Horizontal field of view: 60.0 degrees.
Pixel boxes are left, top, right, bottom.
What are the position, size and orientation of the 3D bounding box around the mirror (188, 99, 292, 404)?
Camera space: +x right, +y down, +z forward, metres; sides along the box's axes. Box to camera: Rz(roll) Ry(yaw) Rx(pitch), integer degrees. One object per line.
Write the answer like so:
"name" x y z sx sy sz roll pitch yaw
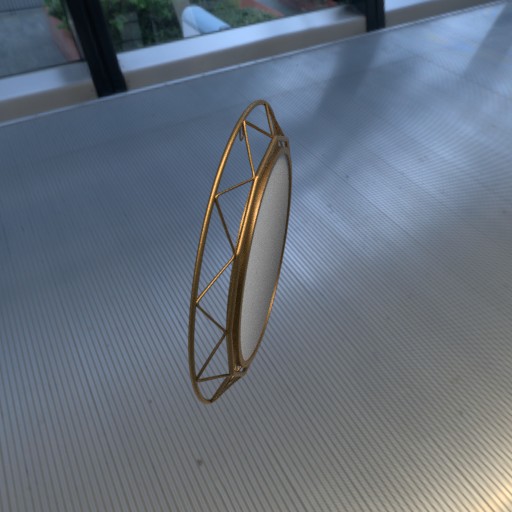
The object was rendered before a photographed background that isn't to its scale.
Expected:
"mirror" 0.000 0.000 0.684 0.043 0.454 0.454 11 46 10
